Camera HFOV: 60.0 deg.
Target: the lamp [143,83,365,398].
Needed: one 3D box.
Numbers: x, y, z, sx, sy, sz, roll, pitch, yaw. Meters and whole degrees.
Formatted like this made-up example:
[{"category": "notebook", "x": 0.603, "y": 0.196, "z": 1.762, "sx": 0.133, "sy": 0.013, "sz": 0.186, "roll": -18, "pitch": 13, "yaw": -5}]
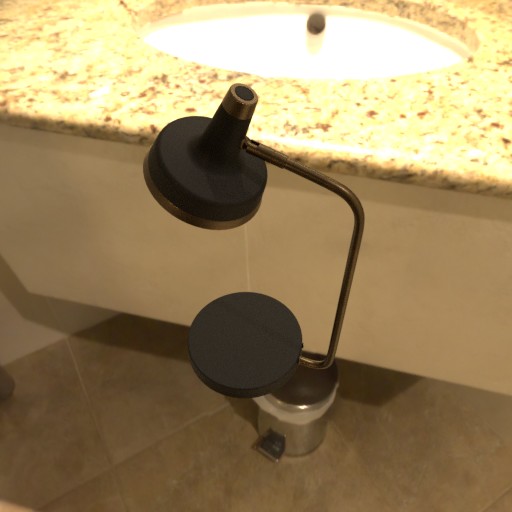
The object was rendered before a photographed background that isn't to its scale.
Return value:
[{"category": "lamp", "x": 0.000, "y": 0.000, "z": 0.490, "sx": 0.218, "sy": 0.385, "sz": 0.162, "roll": 16, "pitch": 49, "yaw": 15}]
